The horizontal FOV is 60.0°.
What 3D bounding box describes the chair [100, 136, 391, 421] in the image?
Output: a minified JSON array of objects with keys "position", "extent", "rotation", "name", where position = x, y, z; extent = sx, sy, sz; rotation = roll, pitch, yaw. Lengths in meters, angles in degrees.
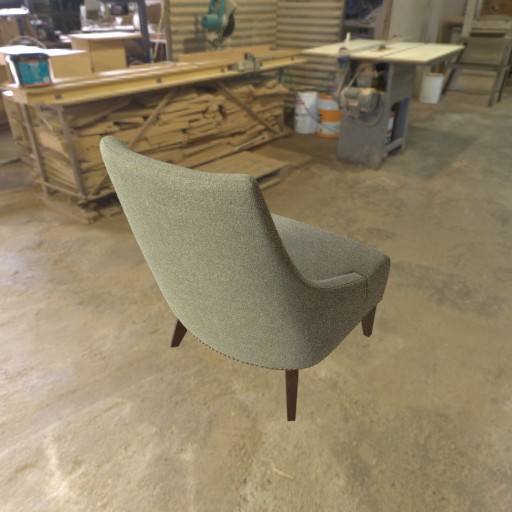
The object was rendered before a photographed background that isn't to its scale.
[{"position":[0.000,0.000,1.559],"extent":[0.701,0.909,0.861],"rotation":[22,37,32],"name":"chair"}]
